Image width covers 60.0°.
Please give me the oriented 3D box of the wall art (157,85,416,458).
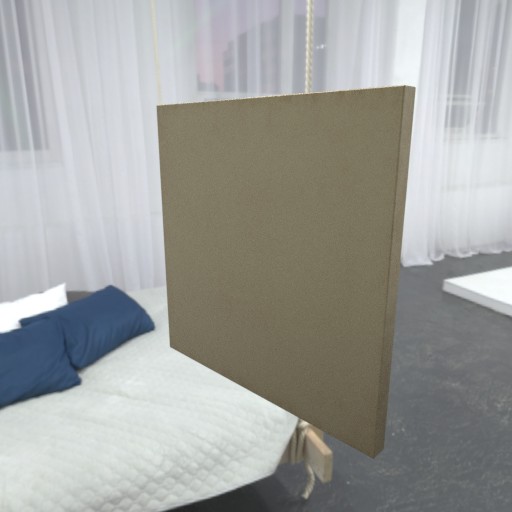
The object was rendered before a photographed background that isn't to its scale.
[{"bbox_3d":[0.000,0.000,0.752,0.503,0.506,0.030,14,21,42],"label":"wall art"}]
